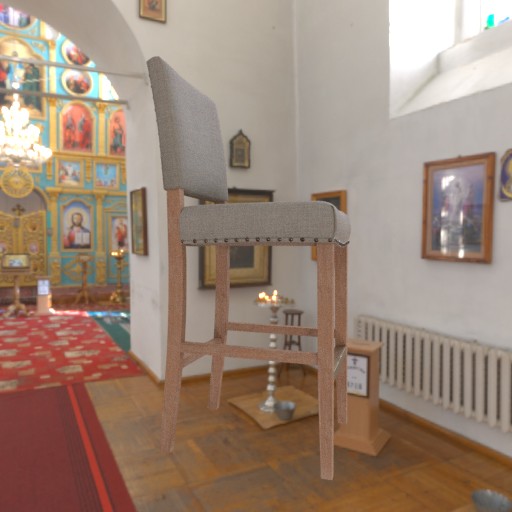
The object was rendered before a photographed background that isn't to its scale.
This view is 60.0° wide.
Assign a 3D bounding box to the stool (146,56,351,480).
[{"bbox_3d":[0.000,0.000,1.470,0.585,1.203,0.445,0,1,17],"label":"stool"}]
